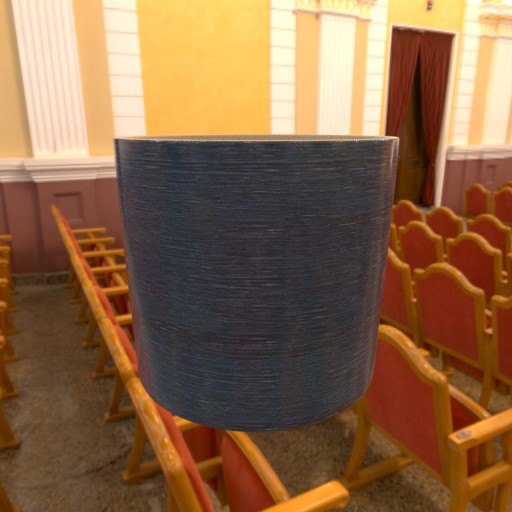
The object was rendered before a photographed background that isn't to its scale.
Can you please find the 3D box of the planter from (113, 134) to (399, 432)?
[{"bbox_3d":[0.000,0.000,0.386,0.221,0.201,0.221,0,16,0],"label":"planter"}]
